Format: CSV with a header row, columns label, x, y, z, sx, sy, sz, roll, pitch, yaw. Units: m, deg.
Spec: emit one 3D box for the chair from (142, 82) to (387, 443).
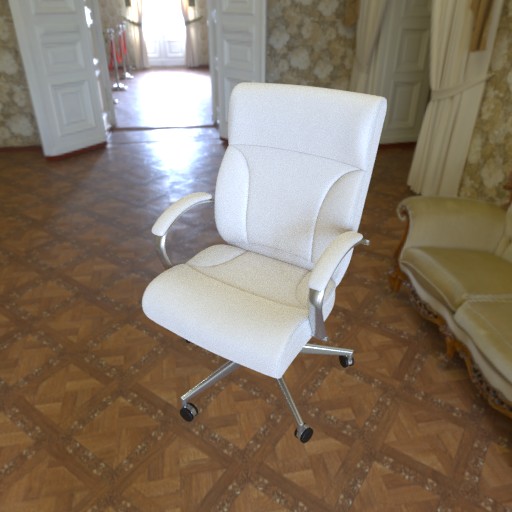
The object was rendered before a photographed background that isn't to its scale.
label,x,y,z,sx,sy,sz,roll,pitch,yaw
chair,0.000,0.000,1.610,0.727,1.099,0.745,18,34,29
